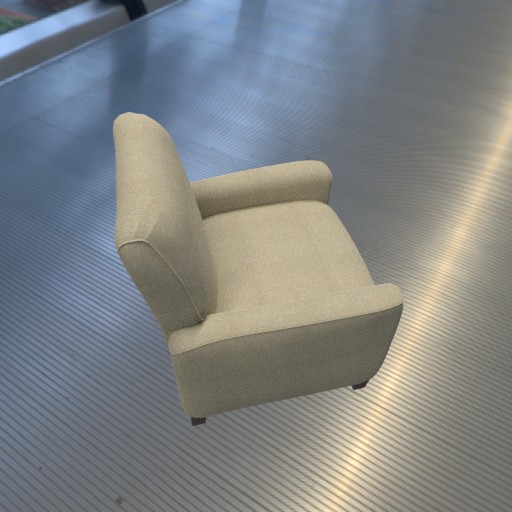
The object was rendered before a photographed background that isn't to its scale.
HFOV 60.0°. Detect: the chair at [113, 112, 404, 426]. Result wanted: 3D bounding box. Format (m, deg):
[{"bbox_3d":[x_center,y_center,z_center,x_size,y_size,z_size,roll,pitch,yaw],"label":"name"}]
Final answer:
[{"bbox_3d":[0.000,0.000,1.672,0.853,1.006,0.850,-10,47,-9],"label":"chair"}]
